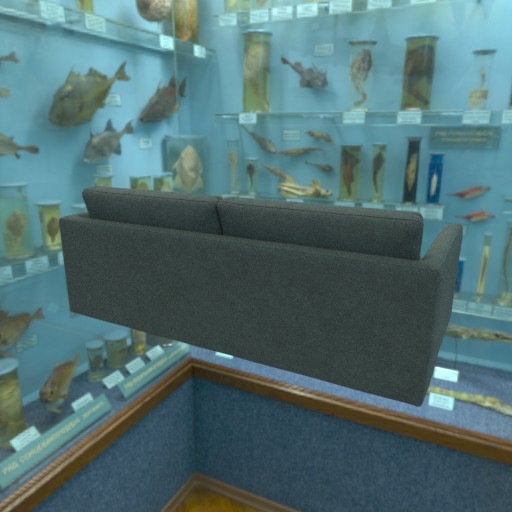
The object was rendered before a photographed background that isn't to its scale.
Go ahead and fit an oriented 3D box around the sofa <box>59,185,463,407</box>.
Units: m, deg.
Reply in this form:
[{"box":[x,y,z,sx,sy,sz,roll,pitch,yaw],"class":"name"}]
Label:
[{"box":[0.000,0.000,2.767,2.257,0.838,1.092,8,18,27],"class":"sofa"}]
